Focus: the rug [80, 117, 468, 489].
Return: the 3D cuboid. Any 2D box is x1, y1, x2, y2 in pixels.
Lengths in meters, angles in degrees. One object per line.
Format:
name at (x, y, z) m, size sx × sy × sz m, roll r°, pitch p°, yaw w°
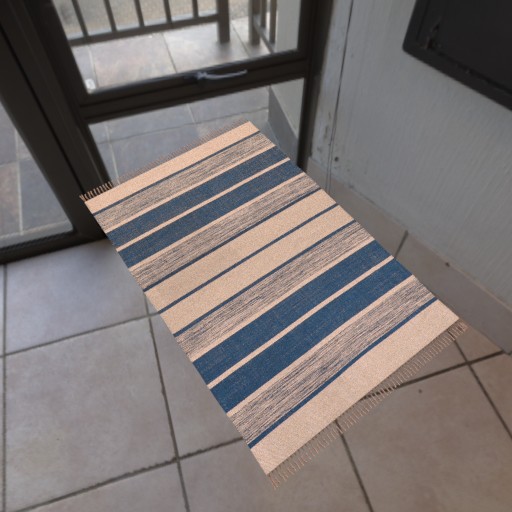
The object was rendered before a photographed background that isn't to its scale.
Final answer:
rug at (0.000, 0.000, 3.067) m, size 1.532 × 0.010 × 2.441 m, roll -31°, pitch 63°, yaw -18°
